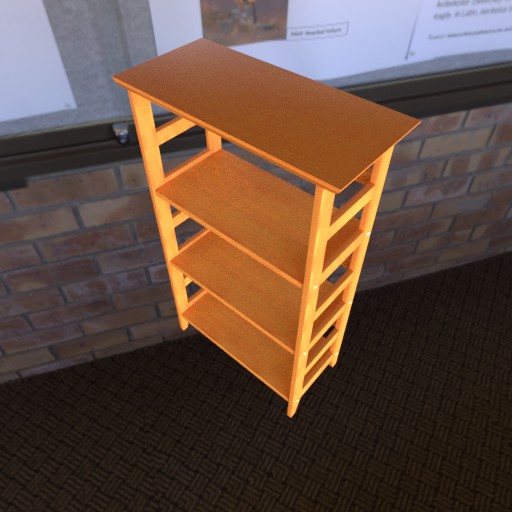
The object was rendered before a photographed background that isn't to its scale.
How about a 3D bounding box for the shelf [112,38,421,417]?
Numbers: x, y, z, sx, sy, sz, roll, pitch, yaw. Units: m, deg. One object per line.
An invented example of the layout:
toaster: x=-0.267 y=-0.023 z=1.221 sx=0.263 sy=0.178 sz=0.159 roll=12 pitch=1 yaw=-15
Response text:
shelf: x=0.000 y=0.000 z=1.397 sx=0.660 sy=1.067 sz=0.305 roll=33 pitch=55 yaw=26
